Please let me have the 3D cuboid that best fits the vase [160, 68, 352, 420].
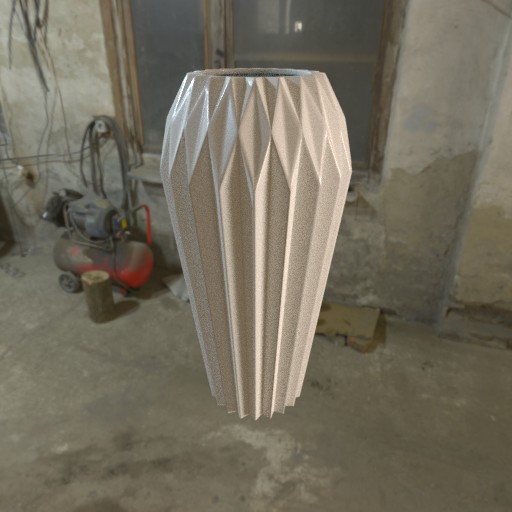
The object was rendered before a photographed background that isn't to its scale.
[{"bbox_3d":[0.000,0.000,0.343,0.133,0.263,0.133,0,26,0],"label":"vase"}]
